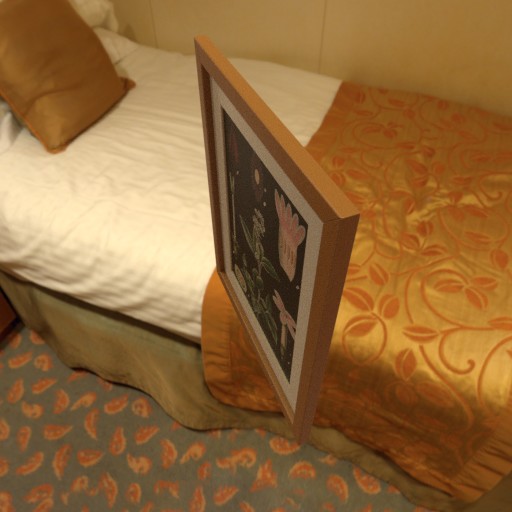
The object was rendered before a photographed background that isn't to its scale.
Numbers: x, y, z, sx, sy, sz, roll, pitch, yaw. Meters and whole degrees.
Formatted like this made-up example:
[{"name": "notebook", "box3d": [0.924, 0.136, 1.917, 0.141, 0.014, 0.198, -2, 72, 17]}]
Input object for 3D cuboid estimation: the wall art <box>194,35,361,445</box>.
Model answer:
[{"name": "wall art", "box3d": [0.000, 0.000, 0.510, 0.015, 0.379, 0.310, -17, 49, -15]}]
